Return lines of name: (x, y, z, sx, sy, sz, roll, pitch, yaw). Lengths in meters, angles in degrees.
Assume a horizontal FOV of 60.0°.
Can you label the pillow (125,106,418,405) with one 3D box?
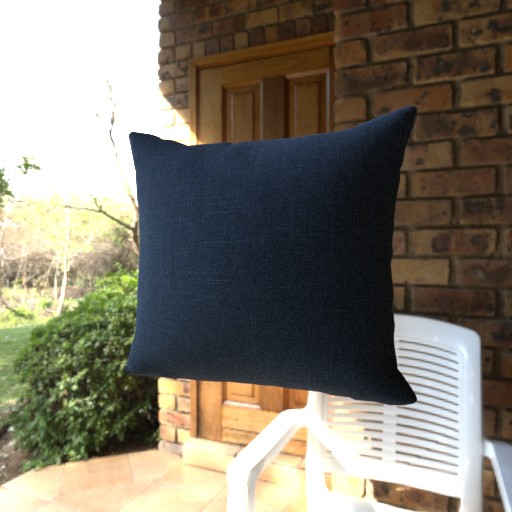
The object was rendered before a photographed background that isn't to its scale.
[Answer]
pillow: (0.000, 0.000, 0.795, 0.546, 0.487, 0.180, 0, 1, 18)
